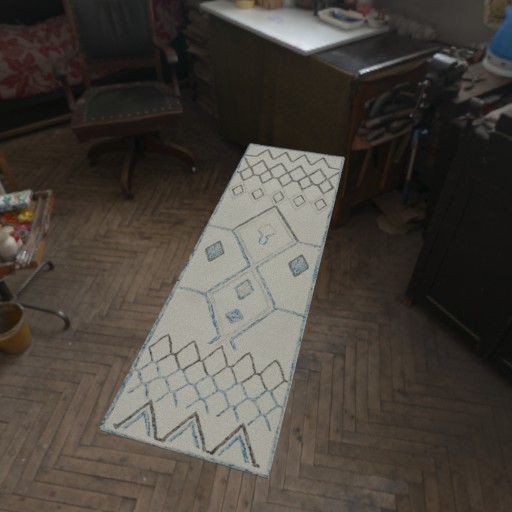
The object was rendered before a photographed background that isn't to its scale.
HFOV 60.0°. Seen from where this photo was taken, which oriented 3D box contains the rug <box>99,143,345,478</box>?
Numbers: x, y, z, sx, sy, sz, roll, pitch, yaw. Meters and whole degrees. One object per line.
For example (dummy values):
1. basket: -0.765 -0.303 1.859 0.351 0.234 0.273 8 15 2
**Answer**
1. rug: 0.000 0.000 2.700 0.770 0.013 2.434 11 46 11
